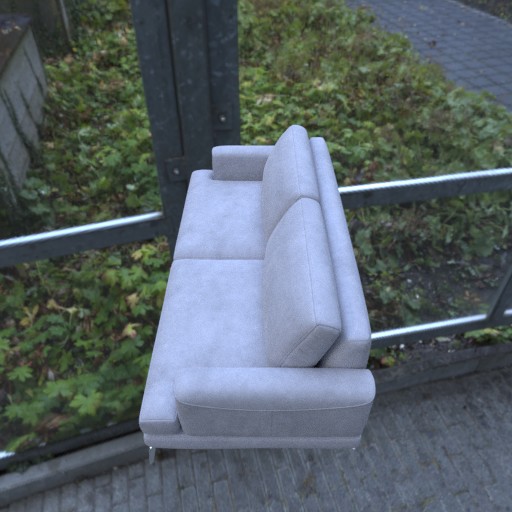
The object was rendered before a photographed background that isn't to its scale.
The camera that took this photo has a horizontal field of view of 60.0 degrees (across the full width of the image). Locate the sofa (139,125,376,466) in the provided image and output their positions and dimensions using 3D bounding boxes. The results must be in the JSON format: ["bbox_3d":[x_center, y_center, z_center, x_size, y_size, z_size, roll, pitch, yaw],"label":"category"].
[{"bbox_3d":[0.000,0.000,2.523,0.980,0.830,2.013,0,42,0],"label":"sofa"}]
